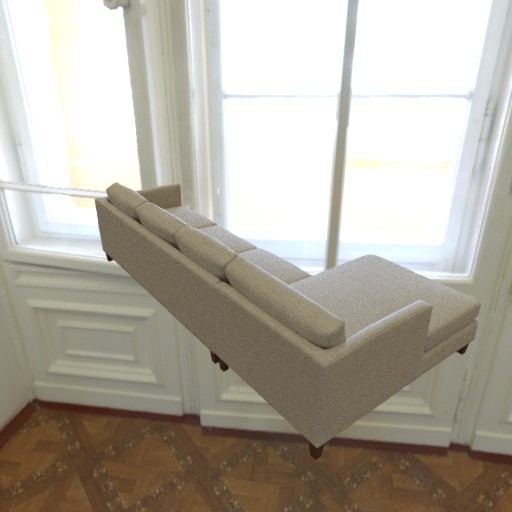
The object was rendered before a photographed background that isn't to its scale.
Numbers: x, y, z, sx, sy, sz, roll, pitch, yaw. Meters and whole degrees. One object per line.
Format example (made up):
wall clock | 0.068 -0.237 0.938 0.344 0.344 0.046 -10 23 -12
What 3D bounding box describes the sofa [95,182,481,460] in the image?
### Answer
sofa | 0.000 0.000 3.809 1.625 0.846 3.186 -19 32 -33
